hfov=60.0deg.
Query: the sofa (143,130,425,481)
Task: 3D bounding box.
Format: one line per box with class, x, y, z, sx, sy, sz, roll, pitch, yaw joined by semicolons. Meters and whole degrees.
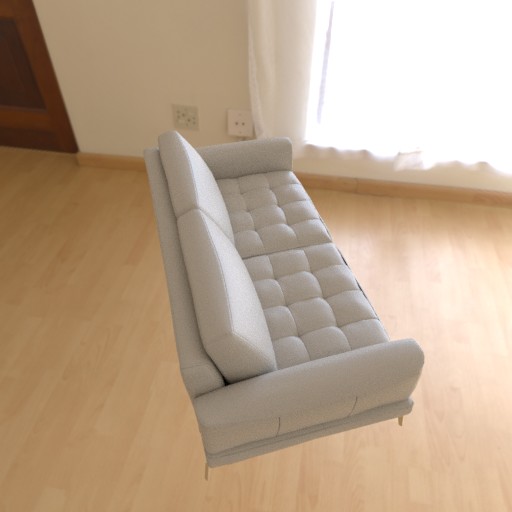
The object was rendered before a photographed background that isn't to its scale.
sofa;0.000;0.000;2.739;1.121;0.930;2.177;-11;46;-11
